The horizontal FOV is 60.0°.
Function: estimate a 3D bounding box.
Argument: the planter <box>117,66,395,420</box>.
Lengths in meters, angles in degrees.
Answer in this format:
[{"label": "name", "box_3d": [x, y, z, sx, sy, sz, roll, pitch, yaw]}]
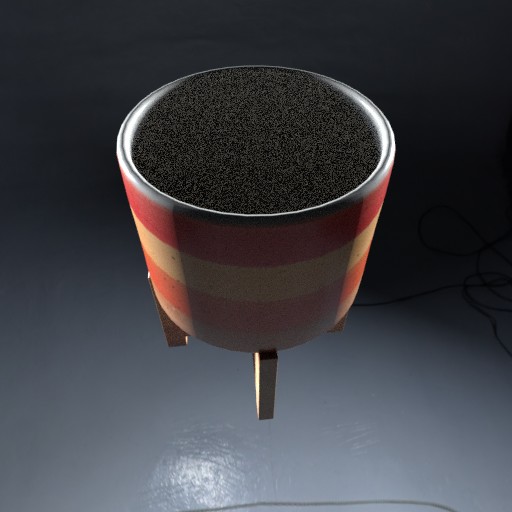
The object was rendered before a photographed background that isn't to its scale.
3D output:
[{"label": "planter", "box_3d": [0.000, 0.000, 0.406, 0.199, 0.268, 0.199, 0, 48, 0]}]
